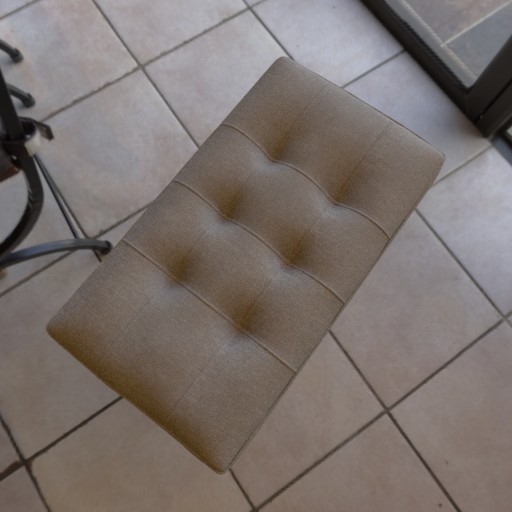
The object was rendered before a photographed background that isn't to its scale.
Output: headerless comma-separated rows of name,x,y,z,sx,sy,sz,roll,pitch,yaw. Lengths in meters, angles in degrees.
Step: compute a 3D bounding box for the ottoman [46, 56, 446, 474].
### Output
ottoman,0.000,0.000,1.473,0.648,0.514,1.143,36,79,9
